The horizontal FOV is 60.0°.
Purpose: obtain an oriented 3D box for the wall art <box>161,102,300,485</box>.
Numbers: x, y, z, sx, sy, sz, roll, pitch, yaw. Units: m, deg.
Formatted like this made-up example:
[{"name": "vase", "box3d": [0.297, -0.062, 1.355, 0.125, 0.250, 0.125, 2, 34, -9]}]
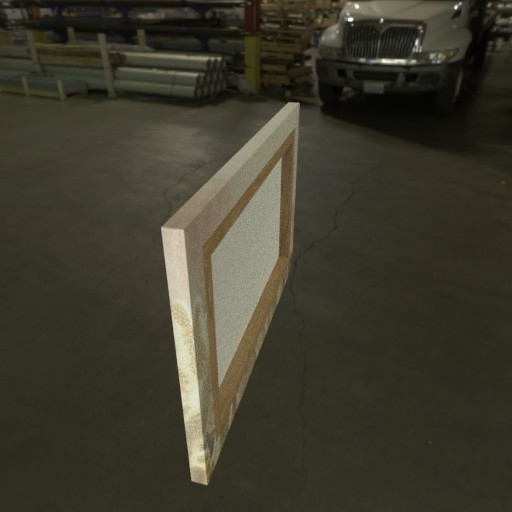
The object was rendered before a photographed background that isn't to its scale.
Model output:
[{"name": "wall art", "box3d": [0.000, 0.000, 1.174, 0.040, 0.608, 0.916, 8, 31, 13]}]
